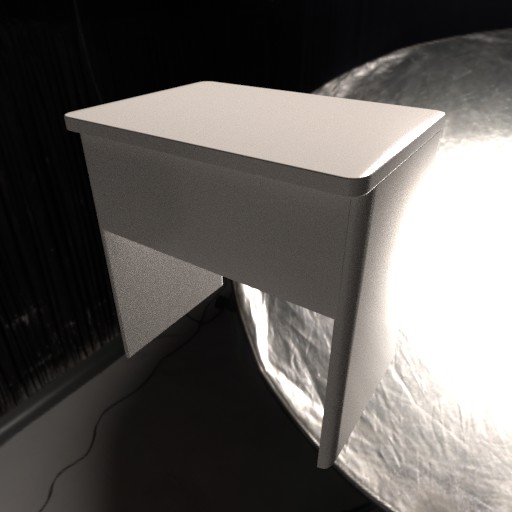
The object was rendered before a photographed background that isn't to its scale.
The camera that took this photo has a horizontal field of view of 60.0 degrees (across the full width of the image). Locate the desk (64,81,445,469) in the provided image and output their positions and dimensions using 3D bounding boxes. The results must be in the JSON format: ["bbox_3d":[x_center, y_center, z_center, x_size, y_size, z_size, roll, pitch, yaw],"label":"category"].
[{"bbox_3d":[0.000,0.000,1.269,0.762,0.800,0.549,19,36,28],"label":"desk"}]
